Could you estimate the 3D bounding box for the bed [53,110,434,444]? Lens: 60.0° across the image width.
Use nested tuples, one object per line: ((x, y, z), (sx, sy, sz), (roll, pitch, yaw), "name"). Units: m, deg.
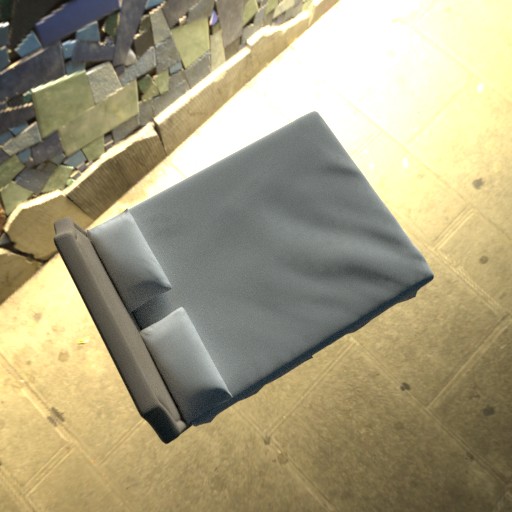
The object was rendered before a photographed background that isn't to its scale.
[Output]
((0.000, 0.000, 3.703), (2.498, 1.293, 1.977), (-30, 77, -7), "bed")
